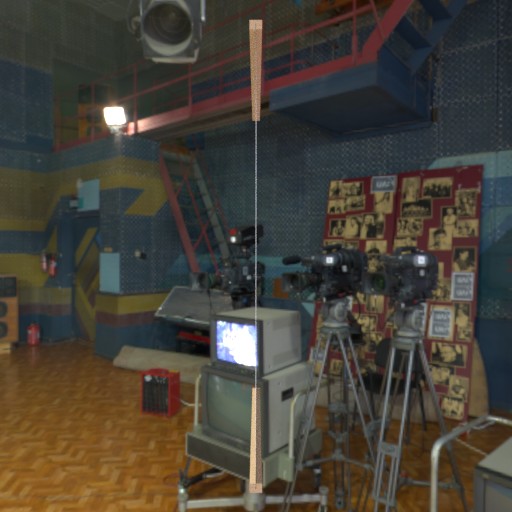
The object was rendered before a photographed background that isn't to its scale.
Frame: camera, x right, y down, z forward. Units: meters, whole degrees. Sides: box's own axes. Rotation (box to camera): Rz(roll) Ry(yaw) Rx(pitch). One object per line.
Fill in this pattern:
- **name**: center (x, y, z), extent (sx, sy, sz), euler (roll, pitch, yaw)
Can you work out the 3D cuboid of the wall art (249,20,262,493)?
- **wall art**: center (0.000, 0.000, 0.773), extent (0.016, 0.611, 0.401), euler (0, 1, 0)
